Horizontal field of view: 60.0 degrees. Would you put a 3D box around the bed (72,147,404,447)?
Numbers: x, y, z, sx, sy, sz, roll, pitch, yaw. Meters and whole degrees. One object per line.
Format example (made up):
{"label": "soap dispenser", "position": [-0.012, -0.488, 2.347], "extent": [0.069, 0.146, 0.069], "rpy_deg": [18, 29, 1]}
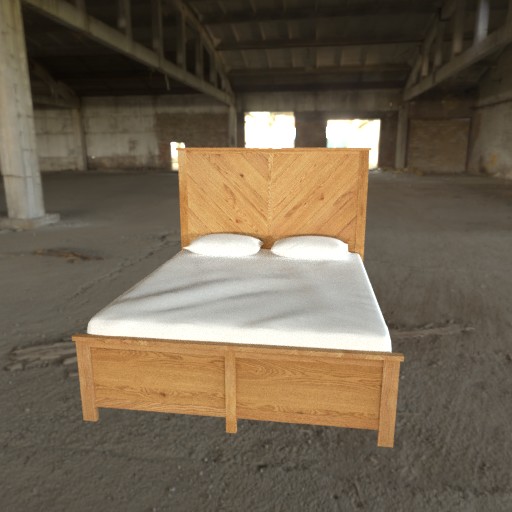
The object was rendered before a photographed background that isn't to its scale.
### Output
{"label": "bed", "position": [0.000, 0.000, 3.539], "extent": [1.936, 1.686, 2.201], "rpy_deg": [2, 14, 8]}
